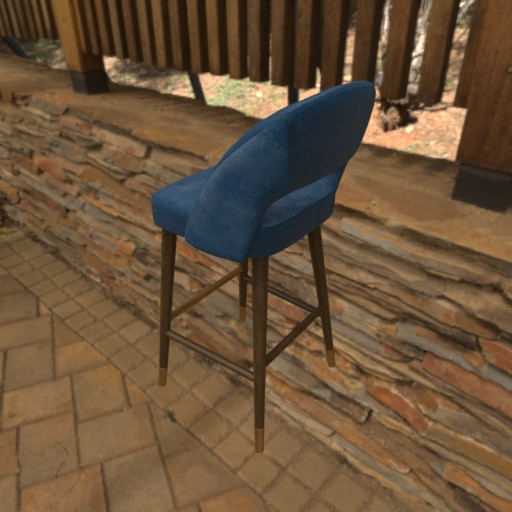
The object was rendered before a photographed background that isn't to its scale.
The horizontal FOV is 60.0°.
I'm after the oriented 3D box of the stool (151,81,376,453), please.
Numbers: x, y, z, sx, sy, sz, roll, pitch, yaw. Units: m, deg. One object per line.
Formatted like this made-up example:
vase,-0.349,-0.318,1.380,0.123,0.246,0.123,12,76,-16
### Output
stool,0.000,0.000,1.319,0.515,1.016,0.514,21,37,31
